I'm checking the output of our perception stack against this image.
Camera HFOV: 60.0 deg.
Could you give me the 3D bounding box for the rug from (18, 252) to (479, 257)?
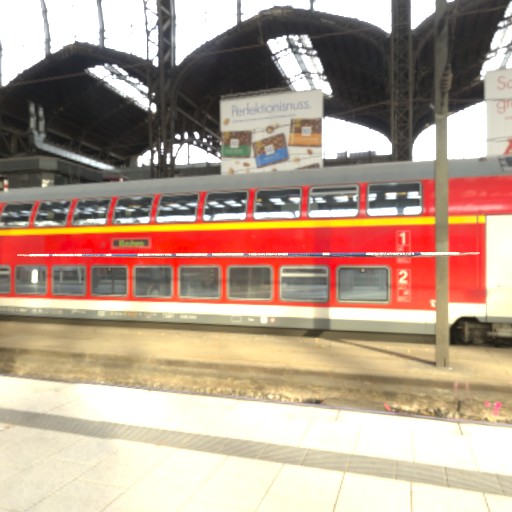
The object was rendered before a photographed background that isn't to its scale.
[{"bbox_3d":[0.000,0.000,2.959,2.441,0.010,1.532,0,-1,17],"label":"rug"}]
